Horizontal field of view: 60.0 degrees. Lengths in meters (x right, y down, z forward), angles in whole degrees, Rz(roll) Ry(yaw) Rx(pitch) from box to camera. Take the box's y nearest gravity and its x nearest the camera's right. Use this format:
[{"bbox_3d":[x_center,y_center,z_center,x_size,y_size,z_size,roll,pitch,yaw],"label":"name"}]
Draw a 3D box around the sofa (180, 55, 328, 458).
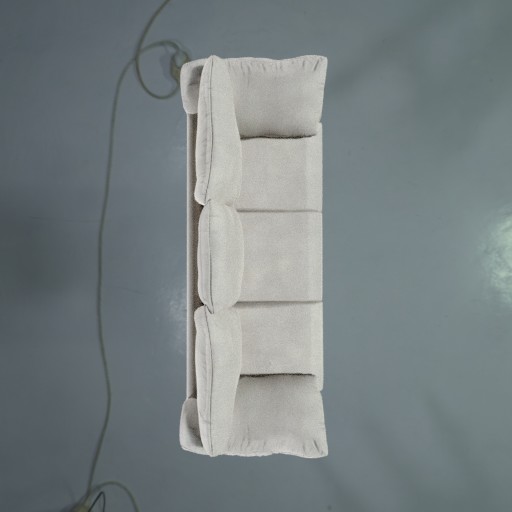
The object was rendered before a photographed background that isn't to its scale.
[{"bbox_3d":[0.000,0.000,2.834,0.878,0.996,2.334,0,89,0],"label":"sofa"}]
